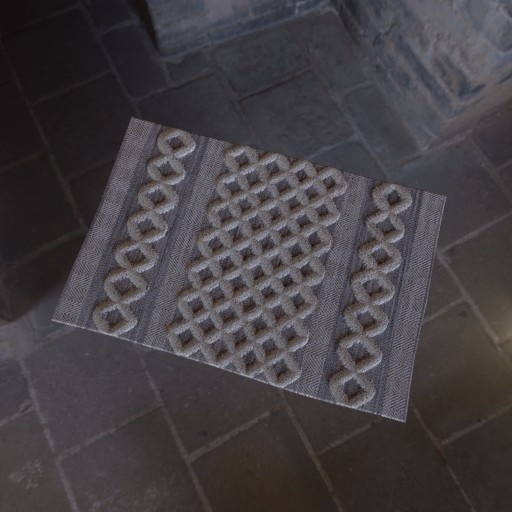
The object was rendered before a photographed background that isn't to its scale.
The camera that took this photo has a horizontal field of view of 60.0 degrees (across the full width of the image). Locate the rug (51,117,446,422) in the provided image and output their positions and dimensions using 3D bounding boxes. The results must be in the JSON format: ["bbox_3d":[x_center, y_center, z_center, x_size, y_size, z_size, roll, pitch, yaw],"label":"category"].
[{"bbox_3d":[0.000,0.000,2.330,1.823,0.030,1.222,15,75,4],"label":"rug"}]
